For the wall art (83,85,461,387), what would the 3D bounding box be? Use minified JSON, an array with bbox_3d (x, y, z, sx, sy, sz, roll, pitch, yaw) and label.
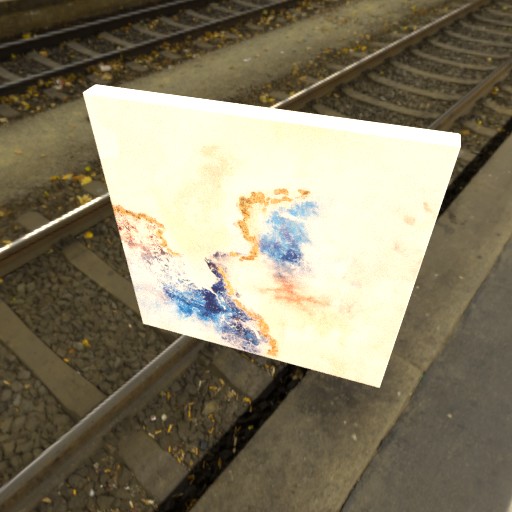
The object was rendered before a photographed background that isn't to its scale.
[{"bbox_3d":[0.000,0.000,1.567,1.061,1.061,0.071,12,43,13],"label":"wall art"}]
